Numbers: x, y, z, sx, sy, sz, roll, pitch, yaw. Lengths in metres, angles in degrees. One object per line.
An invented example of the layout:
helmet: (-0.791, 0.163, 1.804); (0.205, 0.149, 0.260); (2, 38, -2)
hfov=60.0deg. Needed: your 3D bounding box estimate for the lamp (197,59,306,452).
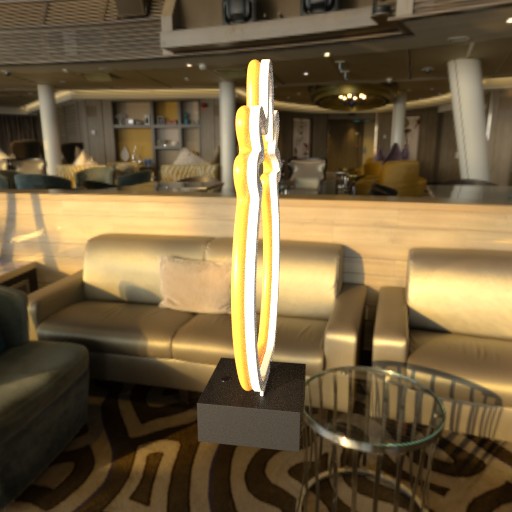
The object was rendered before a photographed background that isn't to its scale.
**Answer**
lamp: (0.000, 0.000, 0.387); (0.088, 0.317, 0.167); (2, 14, 9)
